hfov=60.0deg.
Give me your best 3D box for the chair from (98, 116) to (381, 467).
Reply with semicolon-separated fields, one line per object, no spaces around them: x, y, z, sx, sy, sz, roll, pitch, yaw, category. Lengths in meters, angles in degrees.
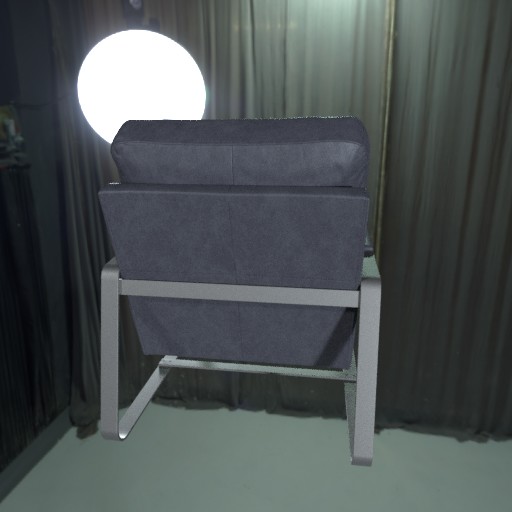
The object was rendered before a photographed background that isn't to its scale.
0.000;0.000;1.425;0.692;0.839;0.878;2;16;8;chair
